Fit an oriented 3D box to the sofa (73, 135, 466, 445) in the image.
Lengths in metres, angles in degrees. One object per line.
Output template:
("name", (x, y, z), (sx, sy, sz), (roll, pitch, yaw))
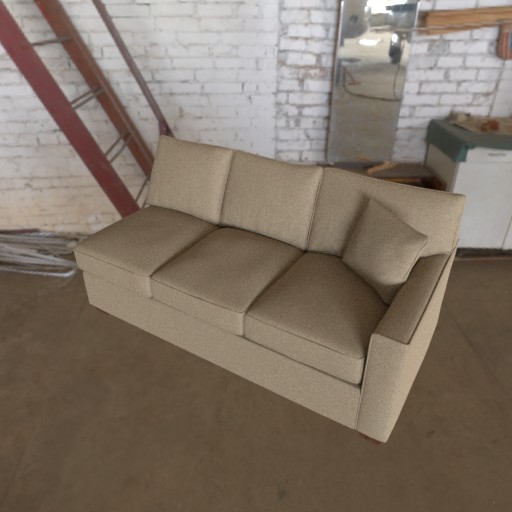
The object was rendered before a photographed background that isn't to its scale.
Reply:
("sofa", (0.000, 0.000, 2.532), (1.963, 0.946, 1.034), (18, 35, 27))
